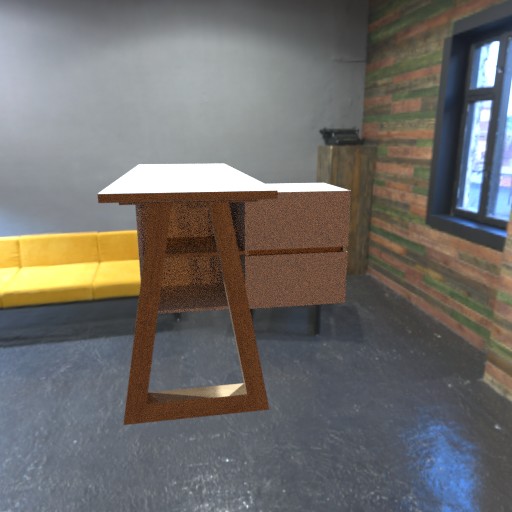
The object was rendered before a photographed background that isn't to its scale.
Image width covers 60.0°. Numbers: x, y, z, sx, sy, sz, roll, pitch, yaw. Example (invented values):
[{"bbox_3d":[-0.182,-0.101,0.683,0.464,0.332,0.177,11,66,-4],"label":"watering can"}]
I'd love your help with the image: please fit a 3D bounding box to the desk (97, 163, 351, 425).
[{"bbox_3d":[0.000,0.000,2.025,1.098,0.755,1.404,-3,15,-10],"label":"desk"}]
